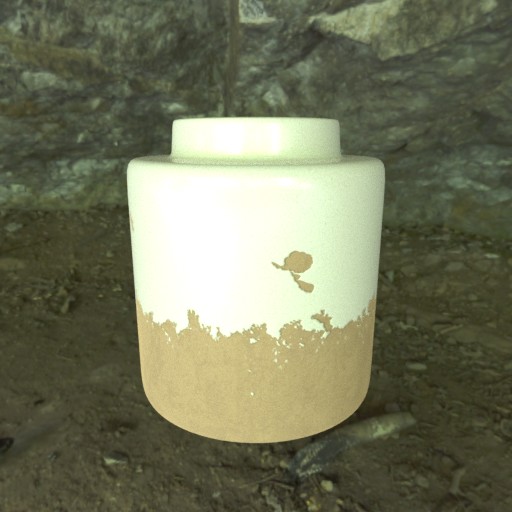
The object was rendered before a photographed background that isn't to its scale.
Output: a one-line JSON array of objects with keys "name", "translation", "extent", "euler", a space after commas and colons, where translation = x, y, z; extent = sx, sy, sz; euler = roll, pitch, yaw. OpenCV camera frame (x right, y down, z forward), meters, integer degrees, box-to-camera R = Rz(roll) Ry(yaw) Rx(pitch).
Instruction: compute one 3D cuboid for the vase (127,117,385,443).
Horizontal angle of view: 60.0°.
[{"name": "vase", "translation": [0.000, 0.000, 0.285], "extent": [0.153, 0.167, 0.153], "euler": [0, 15, 0]}]
